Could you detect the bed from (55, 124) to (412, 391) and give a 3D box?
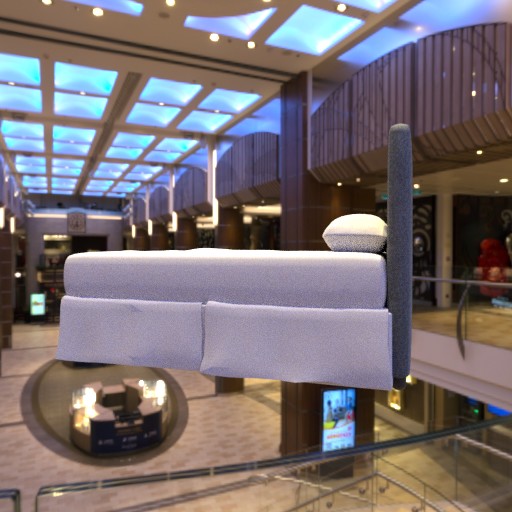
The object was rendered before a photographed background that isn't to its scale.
[{"bbox_3d":[0.000,0.000,3.222,2.142,1.330,1.723,0,1,19],"label":"bed"}]
